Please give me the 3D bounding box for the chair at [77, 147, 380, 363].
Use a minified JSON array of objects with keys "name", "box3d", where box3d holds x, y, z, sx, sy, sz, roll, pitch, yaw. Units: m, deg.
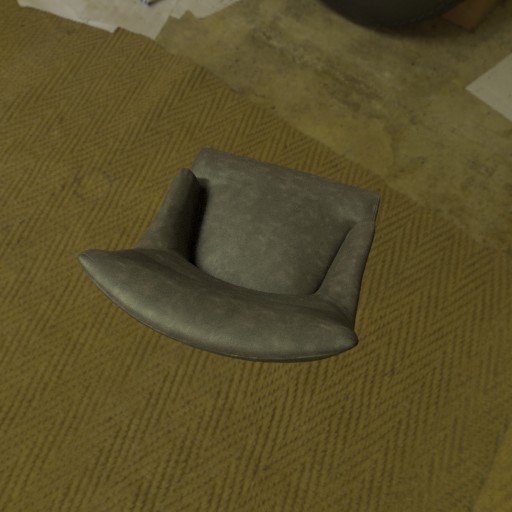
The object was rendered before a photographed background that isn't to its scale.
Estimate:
[{"name":"chair","box3d":[0.000,0.000,1.518,0.738,0.870,0.874,17,65,8]}]
